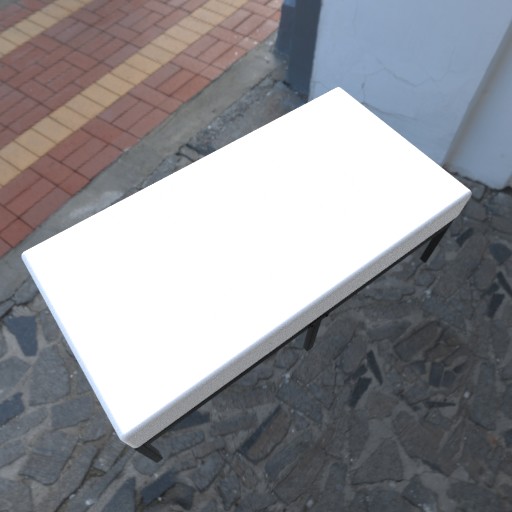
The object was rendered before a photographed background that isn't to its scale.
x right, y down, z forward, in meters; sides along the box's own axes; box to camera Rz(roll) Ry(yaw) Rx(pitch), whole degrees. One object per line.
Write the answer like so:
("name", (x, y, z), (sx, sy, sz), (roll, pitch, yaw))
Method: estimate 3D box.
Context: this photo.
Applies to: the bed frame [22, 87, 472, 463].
("bed frame", (0.000, 0.000, 2.383), (1.950, 0.659, 1.023), (-32, 64, -18))
